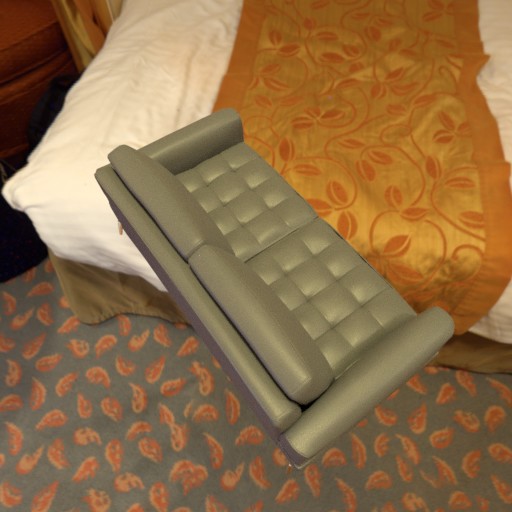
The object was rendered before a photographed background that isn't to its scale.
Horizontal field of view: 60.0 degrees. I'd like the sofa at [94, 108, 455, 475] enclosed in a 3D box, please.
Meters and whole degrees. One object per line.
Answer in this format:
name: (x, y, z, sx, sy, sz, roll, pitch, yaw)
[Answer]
sofa: (0.000, 0.000, 2.709, 1.121, 0.930, 2.177, -32, 64, -18)
